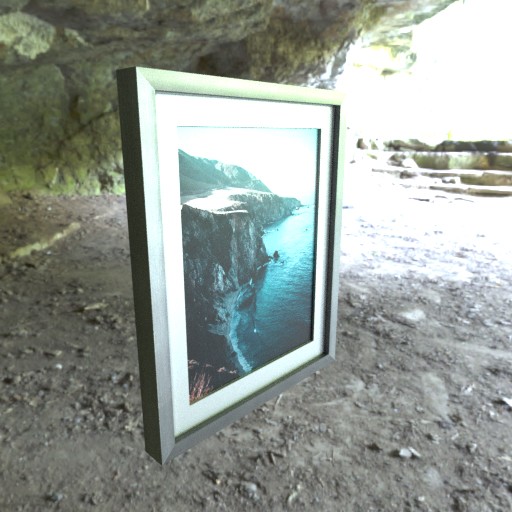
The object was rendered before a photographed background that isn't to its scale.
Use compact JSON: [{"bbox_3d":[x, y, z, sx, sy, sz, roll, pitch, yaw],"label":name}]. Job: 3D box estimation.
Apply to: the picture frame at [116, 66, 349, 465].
[{"bbox_3d":[0.000,0.000,0.760,0.046,0.555,0.449,14,21,42],"label":"picture frame"}]
